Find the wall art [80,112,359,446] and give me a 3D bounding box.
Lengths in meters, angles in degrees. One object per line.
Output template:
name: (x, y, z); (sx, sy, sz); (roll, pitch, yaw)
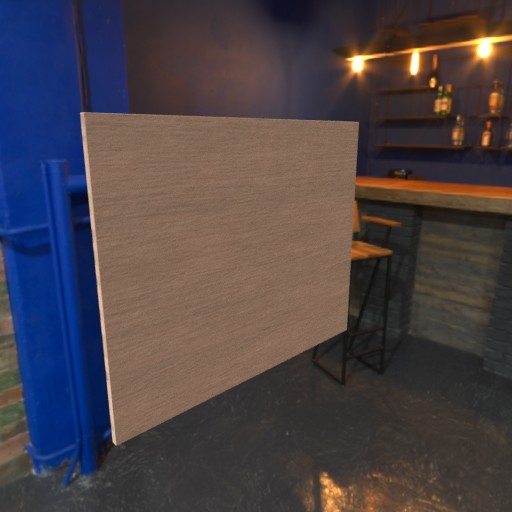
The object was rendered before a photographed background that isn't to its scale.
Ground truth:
wall art: (0.000, 0.000, 0.689); (0.508, 0.408, 0.010); (-14, 21, -42)
